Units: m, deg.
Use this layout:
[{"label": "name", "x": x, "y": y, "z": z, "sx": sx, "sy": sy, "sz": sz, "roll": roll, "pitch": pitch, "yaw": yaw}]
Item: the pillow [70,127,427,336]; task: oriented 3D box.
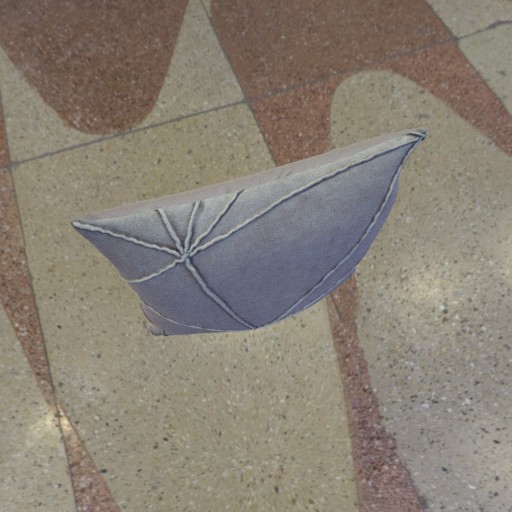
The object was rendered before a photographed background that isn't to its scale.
[{"label": "pillow", "x": 0.000, "y": 0.000, "z": 0.696, "sx": 0.439, "sy": 0.440, "sz": 0.185, "roll": -16, "pitch": 66, "yaw": -8}]
